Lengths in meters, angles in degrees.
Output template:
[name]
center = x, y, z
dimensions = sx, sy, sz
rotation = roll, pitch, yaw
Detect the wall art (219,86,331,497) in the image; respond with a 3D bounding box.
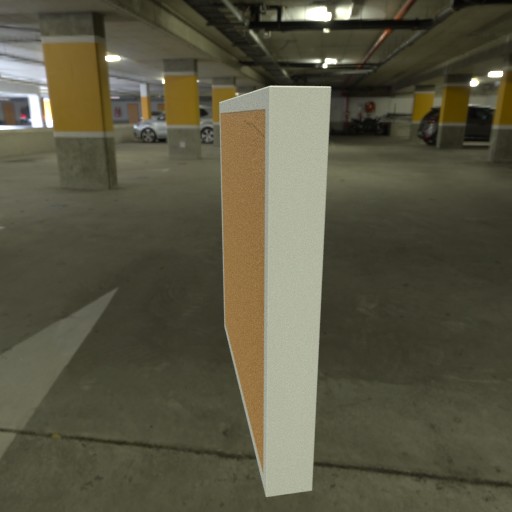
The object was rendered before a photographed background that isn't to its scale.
[wall art]
center = 0.000, 0.000, 0.451
dimensions = 0.038, 0.305, 0.305
rotation = -3, 18, -10
